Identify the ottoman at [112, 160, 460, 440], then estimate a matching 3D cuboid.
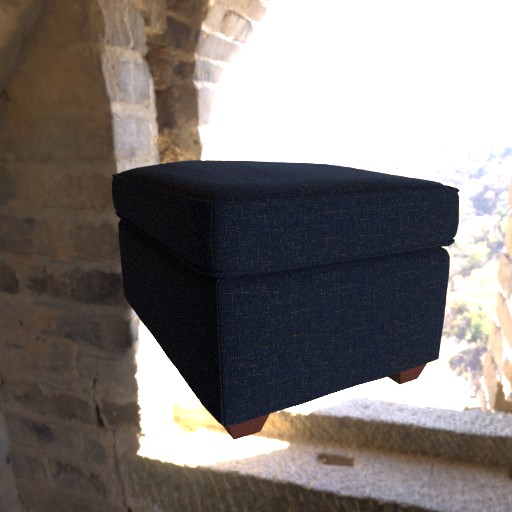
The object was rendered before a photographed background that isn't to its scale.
[{"bbox_3d":[0.000,0.000,1.080,0.549,0.450,0.749,-7,16,-27],"label":"ottoman"}]
